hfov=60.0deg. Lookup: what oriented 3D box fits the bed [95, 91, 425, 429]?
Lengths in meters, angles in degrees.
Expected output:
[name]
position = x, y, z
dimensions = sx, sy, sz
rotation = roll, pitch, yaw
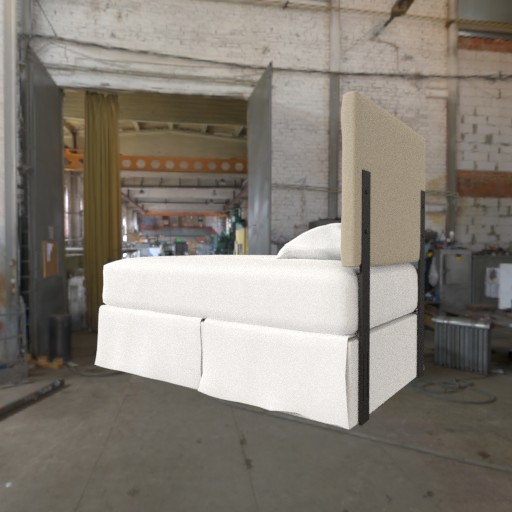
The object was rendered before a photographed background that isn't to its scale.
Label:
[bed]
position = 0.000, 0.000, 3.074
dimensions = 1.997, 1.571, 1.261
rotation = 1, 2, 36
